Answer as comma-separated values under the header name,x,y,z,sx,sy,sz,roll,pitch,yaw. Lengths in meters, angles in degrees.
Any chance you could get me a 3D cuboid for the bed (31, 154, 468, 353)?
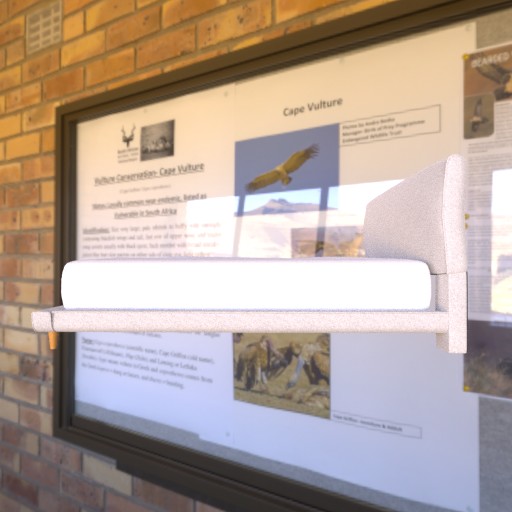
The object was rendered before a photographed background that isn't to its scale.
name,x,y,z,sx,sy,sz,roll,pitch,yaw
bed,0.000,0.000,3.457,2.498,1.126,1.980,0,-1,1
